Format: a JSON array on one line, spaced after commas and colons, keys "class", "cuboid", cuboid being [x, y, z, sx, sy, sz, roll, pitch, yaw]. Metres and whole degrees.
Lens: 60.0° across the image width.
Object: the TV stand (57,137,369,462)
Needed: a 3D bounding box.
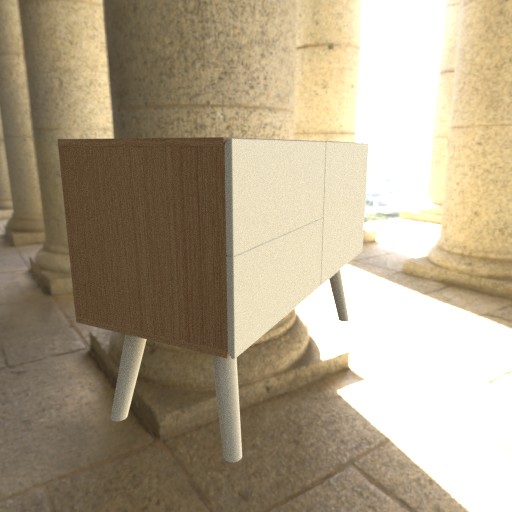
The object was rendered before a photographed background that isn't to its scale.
[{"class": "TV stand", "cuboid": [0.000, 0.000, 1.319, 0.407, 0.660, 0.991, 7, 15, 26]}]
